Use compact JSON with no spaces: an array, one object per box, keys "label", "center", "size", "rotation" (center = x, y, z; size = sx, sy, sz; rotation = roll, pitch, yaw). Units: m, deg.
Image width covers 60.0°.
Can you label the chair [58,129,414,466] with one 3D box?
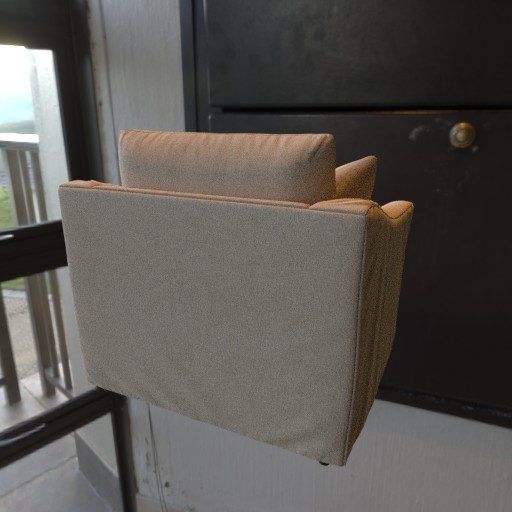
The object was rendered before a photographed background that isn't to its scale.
[{"label":"chair","center":[0.000,0.000,1.972],"size":[1.194,1.093,1.071],"rotation":[8,20,24]}]
